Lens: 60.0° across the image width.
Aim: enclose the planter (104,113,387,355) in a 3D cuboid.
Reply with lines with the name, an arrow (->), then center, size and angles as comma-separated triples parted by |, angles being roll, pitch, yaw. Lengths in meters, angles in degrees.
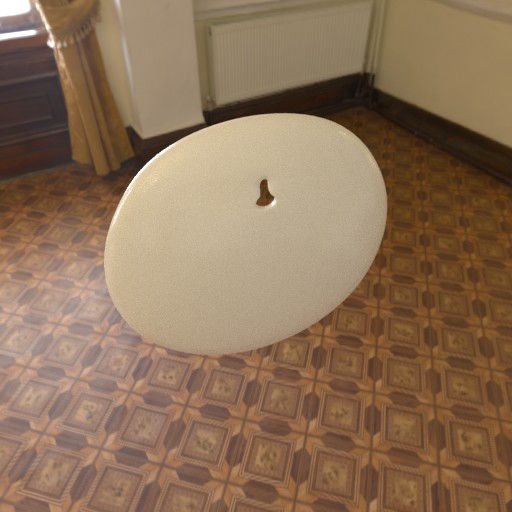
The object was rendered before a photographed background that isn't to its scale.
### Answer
planter -> 0.000, 0.000, 0.284 | 0.185, 0.188, 0.043 | -12, 43, -13
